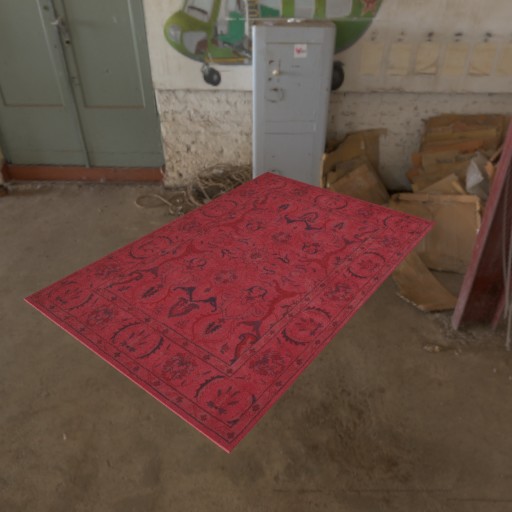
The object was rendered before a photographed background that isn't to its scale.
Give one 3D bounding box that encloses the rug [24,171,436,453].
[{"bbox_3d":[0.000,0.000,2.258,1.209,0.008,1.814,23,40,31],"label":"rug"}]
